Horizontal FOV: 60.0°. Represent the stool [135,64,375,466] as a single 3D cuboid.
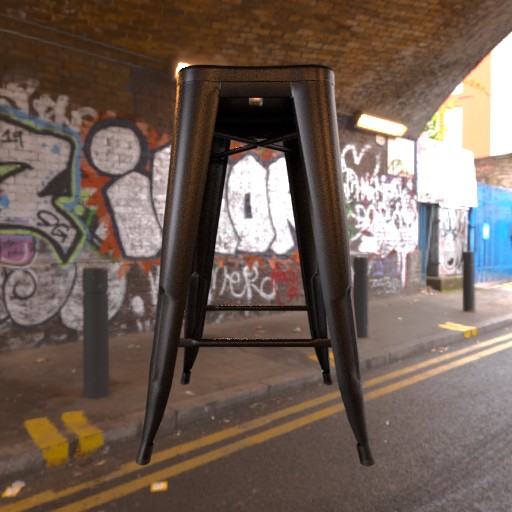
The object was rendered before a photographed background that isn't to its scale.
[{"bbox_3d":[0.000,0.000,0.839,0.359,0.609,0.399,0,2,0],"label":"stool"}]
